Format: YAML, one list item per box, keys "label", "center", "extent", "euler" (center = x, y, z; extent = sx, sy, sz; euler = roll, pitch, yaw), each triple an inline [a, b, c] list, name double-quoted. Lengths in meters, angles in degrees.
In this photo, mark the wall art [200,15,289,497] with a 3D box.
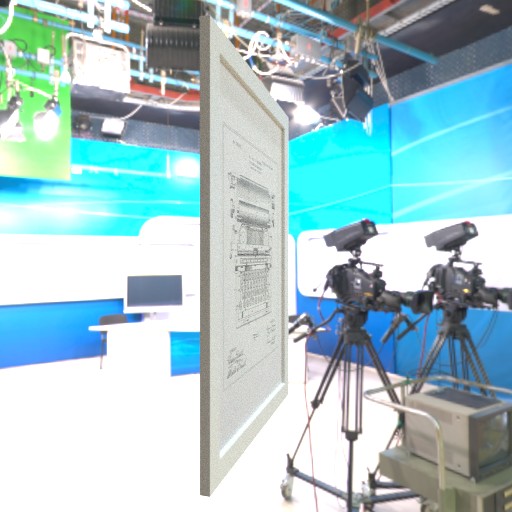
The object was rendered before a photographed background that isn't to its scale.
- label: "wall art"
  center: [0.000, 0.000, 0.673]
  extent: [0.013, 0.533, 0.381]
  euler: [0, 0, 17]
